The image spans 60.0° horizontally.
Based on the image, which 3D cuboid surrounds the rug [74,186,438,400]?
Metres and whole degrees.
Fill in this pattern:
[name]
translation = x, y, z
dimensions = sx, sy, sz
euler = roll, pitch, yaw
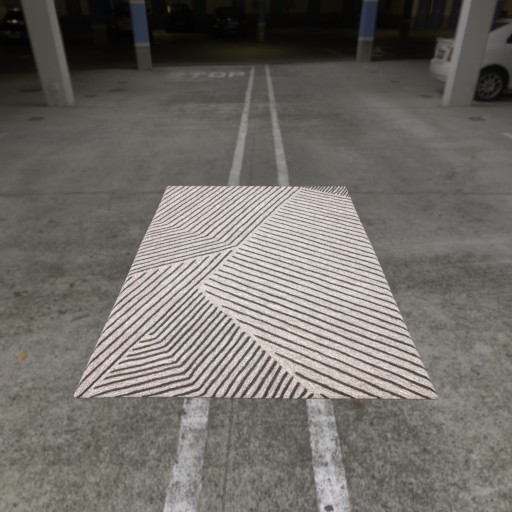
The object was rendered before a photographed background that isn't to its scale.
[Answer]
[rug]
translation = 0.000, 0.000, 2.281
dimensions = 1.237, 0.019, 1.842
euler = 0, 31, 0
